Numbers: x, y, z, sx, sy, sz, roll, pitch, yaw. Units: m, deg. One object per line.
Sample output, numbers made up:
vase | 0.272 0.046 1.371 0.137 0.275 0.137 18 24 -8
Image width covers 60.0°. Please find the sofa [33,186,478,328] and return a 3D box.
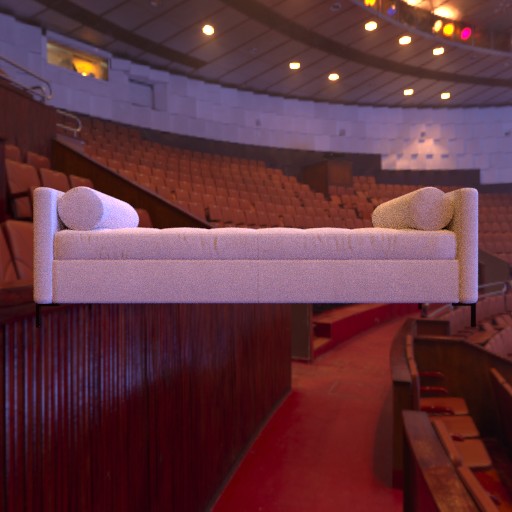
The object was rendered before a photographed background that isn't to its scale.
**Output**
sofa | 0.000 0.000 2.304 1.981 0.635 0.686 0 0 0
